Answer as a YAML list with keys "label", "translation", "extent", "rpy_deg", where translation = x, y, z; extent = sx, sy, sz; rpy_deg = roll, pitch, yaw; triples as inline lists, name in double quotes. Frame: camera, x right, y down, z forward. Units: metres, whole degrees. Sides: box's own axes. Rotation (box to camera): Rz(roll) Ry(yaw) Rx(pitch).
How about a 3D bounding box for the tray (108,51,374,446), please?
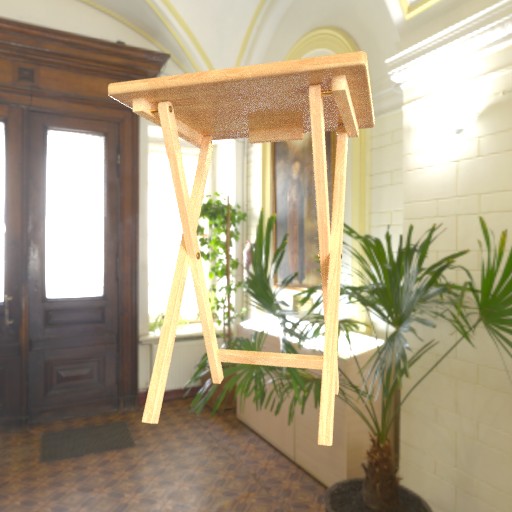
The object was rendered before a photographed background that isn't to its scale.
- label: "tray"
  translation: [0.000, 0.000, 0.960]
  extent: [0.483, 0.660, 0.381]
  rpy_deg: [0, 0, 17]
